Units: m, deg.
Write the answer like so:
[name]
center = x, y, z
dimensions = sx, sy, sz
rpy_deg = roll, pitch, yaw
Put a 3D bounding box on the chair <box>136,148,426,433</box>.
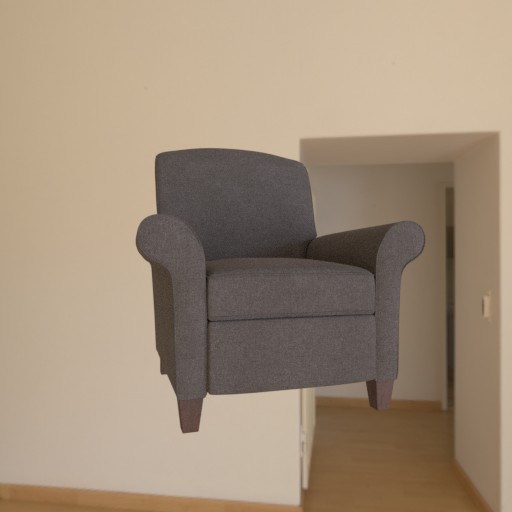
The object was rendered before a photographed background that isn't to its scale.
[chair]
center = 0.000, 0.000, 1.817
dimensions = 0.978, 1.061, 0.905
rpy_deg = 0, 0, -17
